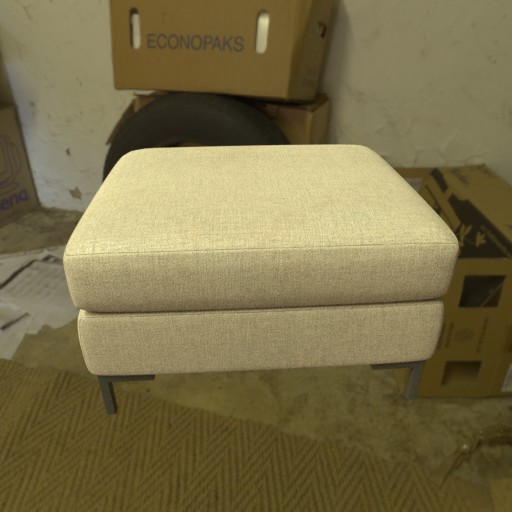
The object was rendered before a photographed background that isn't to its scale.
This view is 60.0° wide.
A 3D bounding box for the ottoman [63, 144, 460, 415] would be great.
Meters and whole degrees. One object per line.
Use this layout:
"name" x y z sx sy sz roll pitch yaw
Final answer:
"ottoman" 0.000 0.000 1.232 0.820 0.490 0.671 -2 31 -3
